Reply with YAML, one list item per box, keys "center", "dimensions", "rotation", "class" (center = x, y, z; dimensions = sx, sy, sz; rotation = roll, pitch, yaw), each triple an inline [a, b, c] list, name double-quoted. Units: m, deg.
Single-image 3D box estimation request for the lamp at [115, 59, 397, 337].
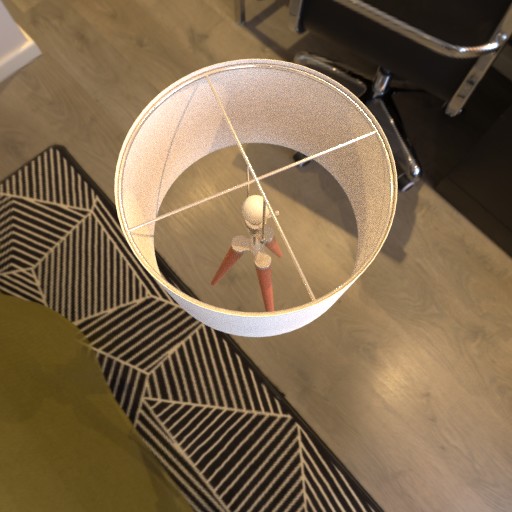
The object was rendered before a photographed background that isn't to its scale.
- center: [0.000, 0.000, 0.897]
  dimensions: [0.354, 0.709, 0.355]
  rotation: [16, 74, 5]
  class: "lamp"
